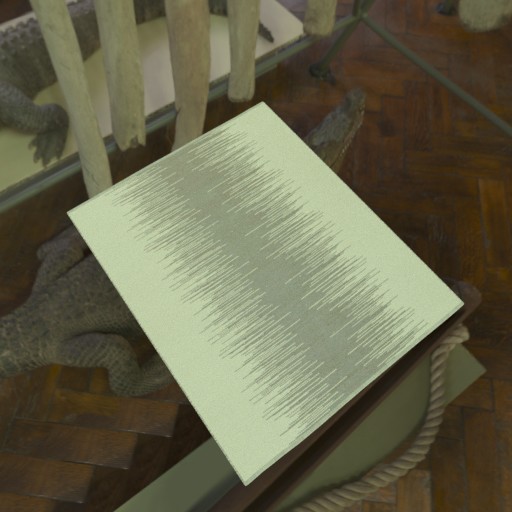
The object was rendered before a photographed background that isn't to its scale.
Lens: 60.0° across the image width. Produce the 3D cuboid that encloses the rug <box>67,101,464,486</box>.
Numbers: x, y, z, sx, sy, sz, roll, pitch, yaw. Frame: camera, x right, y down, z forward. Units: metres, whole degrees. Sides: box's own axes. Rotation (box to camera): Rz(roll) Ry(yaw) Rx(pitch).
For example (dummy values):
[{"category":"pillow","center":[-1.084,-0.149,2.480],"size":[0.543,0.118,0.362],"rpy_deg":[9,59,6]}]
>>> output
[{"category":"rug","center":[0.000,0.000,4.208],"size":[2.453,0.010,3.037],"rpy_deg":[-34,69,-15]}]
